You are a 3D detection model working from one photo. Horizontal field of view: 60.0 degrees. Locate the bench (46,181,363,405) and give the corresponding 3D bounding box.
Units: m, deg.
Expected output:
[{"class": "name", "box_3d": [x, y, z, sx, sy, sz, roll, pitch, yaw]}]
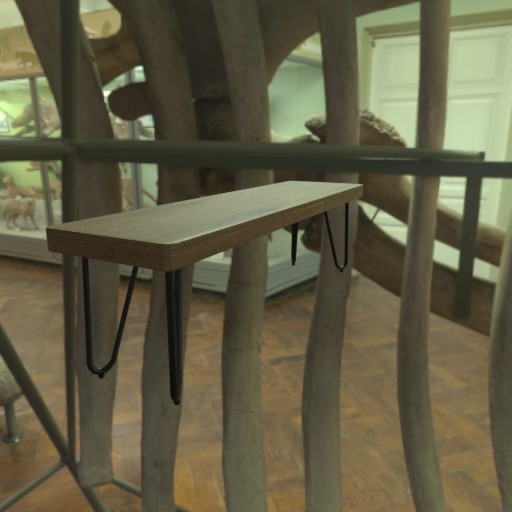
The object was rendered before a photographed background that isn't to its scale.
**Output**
[{"class": "bench", "box_3d": [0.000, 0.000, 1.787, 0.425, 0.462, 1.570, 8, 17, 28]}]
